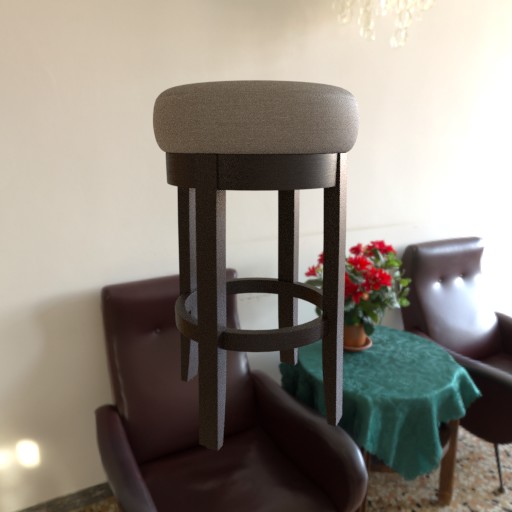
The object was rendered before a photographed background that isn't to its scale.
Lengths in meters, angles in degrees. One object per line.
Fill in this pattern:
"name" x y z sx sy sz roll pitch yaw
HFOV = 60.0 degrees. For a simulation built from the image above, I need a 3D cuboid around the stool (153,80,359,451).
"stool" 0.000 0.000 1.049 0.443 0.757 0.443 0 14 0
